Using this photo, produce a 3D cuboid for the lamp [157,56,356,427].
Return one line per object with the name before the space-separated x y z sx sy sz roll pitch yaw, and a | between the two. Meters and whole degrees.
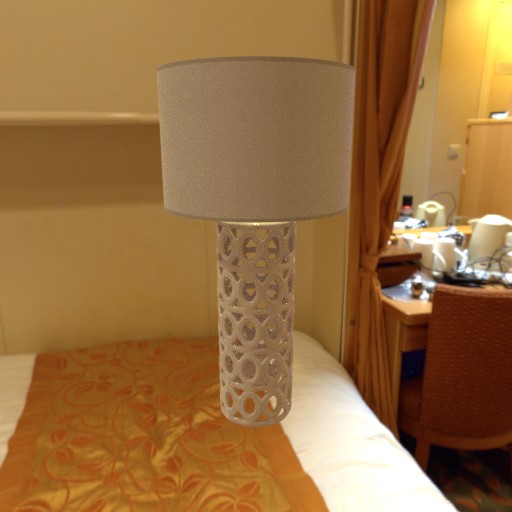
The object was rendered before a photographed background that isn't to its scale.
lamp | 0.000 0.000 0.825 0.325 0.636 0.324 8 17 26
